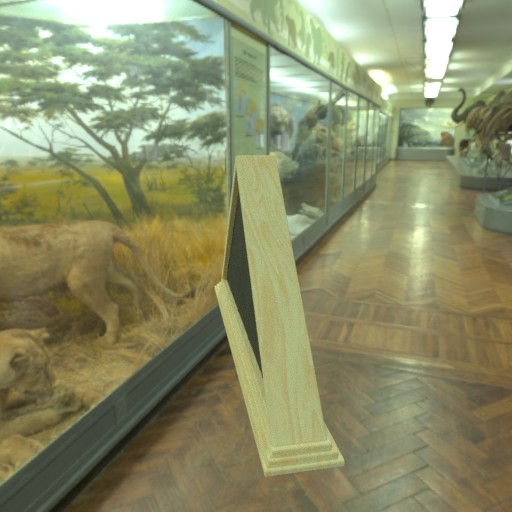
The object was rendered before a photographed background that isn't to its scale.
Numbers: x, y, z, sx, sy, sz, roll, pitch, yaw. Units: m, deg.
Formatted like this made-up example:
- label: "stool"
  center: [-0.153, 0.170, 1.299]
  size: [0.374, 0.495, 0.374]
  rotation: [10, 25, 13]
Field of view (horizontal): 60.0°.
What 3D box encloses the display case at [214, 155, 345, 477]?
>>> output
- label: "display case"
  center: [0.000, 0.000, 0.768]
  size: [0.095, 0.340, 0.640]
  rotation: [-3, 16, -10]
